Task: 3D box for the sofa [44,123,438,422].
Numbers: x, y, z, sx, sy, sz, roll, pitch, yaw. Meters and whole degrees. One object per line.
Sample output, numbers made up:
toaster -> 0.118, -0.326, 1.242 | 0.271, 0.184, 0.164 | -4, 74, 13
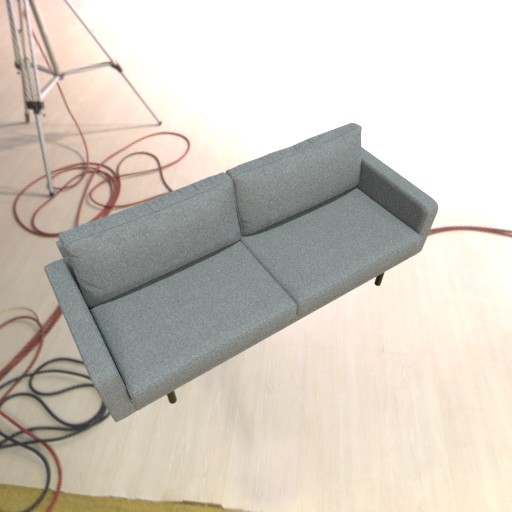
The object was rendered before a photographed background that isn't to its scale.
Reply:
sofa -> 0.000, 0.000, 2.690 | 2.200, 0.880, 0.880 | -25, 53, -21
